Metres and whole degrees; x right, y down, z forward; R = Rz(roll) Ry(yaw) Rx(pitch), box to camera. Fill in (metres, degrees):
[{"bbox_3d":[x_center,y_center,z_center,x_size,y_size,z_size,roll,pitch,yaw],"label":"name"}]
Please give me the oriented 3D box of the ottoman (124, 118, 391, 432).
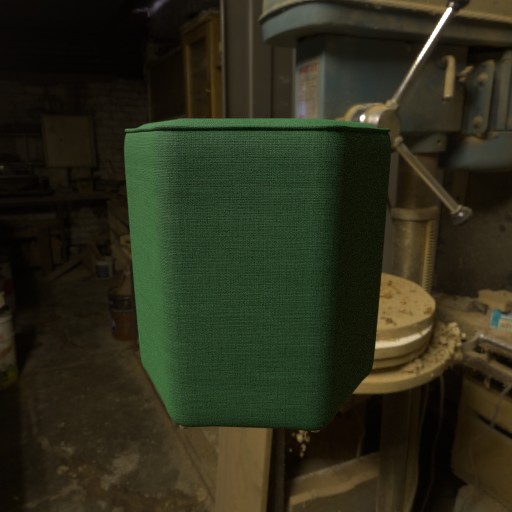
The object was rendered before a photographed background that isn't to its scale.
[{"bbox_3d":[0.000,0.000,0.881,0.444,0.507,0.499,-7,16,-26],"label":"ottoman"}]
